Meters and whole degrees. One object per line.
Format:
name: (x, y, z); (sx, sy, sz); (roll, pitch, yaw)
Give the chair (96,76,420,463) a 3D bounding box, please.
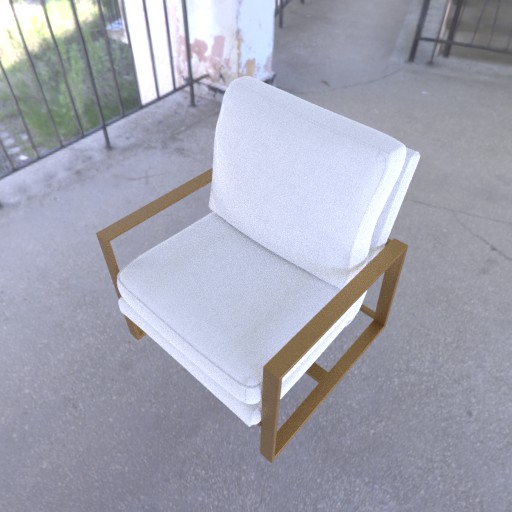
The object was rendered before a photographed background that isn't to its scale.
chair: (0.000, 0.000, 1.569); (0.805, 0.966, 0.813); (33, 55, 27)
